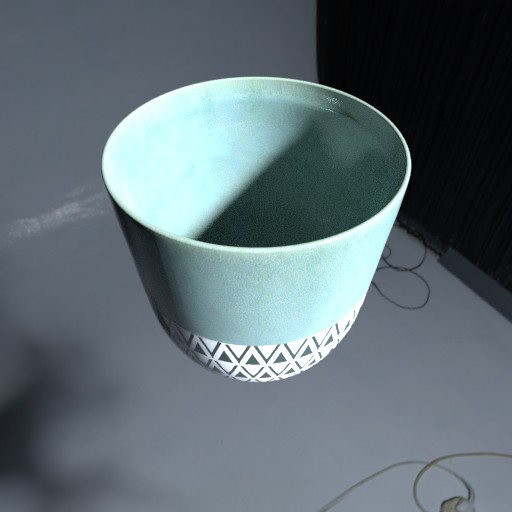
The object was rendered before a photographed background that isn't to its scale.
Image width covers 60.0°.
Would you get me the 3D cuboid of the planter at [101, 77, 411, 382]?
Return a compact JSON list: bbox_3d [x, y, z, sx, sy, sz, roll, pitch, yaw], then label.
[{"bbox_3d":[0.000,0.000,0.368,0.198,0.214,0.198,0,46,0],"label":"planter"}]
